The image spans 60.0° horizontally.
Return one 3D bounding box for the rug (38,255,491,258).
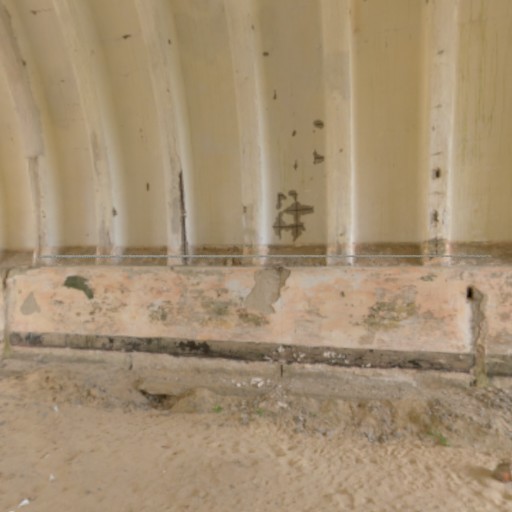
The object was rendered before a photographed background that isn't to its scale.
[{"bbox_3d":[0.000,0.000,2.962,2.430,0.010,1.515,0,0,-18],"label":"rug"}]
